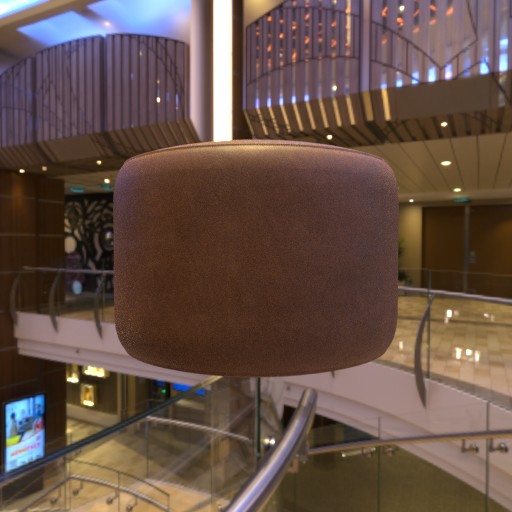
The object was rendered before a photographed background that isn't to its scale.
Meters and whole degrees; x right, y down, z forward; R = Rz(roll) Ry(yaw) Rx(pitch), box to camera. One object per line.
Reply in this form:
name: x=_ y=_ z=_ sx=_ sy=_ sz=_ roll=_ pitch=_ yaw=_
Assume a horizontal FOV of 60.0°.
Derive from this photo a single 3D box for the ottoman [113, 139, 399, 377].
ottoman: x=0.000 y=0.000 z=0.994 sx=0.607 sy=0.438 sz=0.607 roll=0 pitch=1 yaw=0
